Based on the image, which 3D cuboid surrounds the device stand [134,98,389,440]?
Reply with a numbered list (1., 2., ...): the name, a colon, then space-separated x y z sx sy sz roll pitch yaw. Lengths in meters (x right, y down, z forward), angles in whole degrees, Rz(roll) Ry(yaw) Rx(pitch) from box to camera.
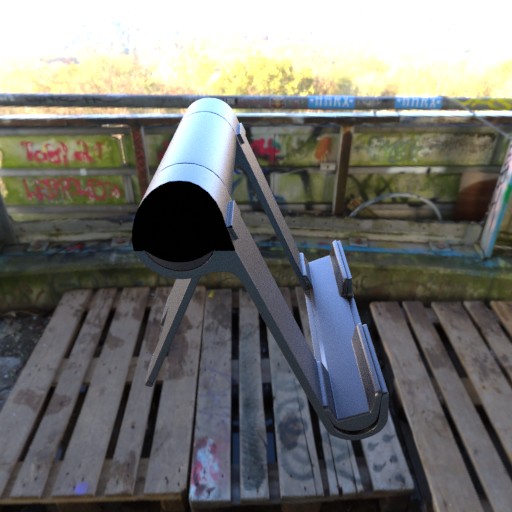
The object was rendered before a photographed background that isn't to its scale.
1. device stand: 0.000 0.000 0.151 0.079 0.084 0.088 0 33 0
